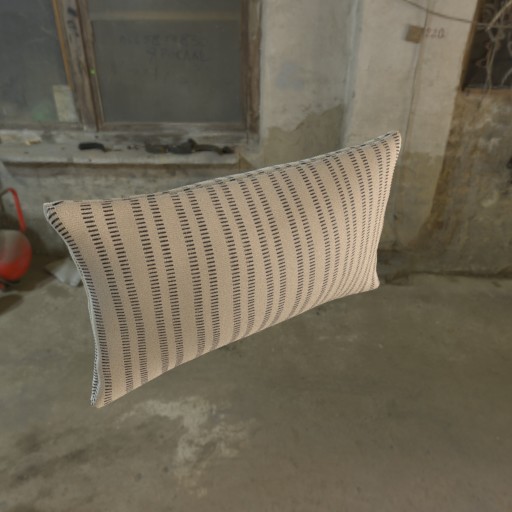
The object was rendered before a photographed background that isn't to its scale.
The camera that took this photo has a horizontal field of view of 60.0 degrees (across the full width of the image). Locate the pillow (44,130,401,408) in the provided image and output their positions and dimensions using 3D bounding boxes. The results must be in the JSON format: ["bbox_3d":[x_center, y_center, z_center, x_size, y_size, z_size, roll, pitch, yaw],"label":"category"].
[{"bbox_3d":[0.000,0.000,0.778,0.640,0.353,0.210,-18,35,-28],"label":"pillow"}]
